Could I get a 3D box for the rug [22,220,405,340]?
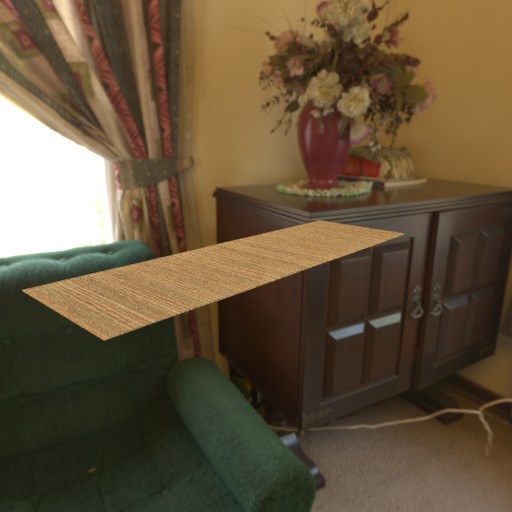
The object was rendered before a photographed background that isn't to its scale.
[{"bbox_3d":[0.000,0.000,2.718,0.783,0.006,2.438,14,21,41],"label":"rug"}]
